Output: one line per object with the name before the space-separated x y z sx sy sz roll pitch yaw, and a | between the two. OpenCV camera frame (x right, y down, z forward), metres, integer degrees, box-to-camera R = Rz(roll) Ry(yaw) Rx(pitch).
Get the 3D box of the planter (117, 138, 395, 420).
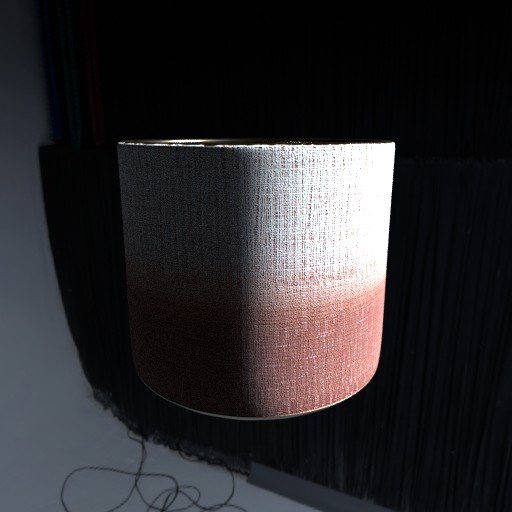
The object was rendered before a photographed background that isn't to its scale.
planter | 0.000 0.000 0.312 0.178 0.157 0.178 0 16 0
